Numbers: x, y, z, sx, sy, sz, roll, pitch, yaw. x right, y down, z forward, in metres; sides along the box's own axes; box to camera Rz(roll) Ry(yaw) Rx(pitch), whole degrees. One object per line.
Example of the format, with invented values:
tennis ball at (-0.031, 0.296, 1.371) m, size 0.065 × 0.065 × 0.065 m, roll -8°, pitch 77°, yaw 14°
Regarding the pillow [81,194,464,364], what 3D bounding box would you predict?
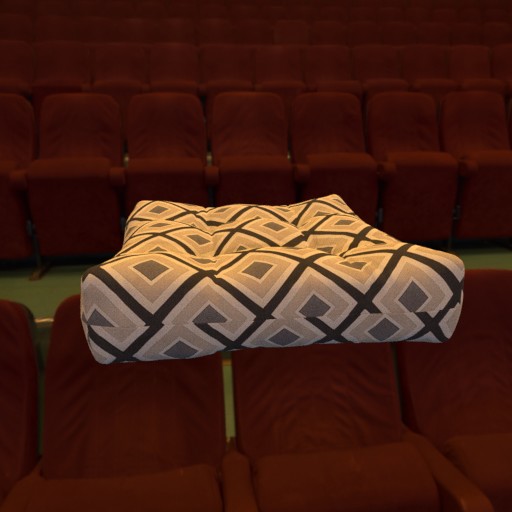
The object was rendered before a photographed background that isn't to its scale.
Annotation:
pillow at (0.000, 0.000, 0.736) m, size 0.468 × 0.128 × 0.490 m, roll -2°, pitch 17°, yaw -8°
